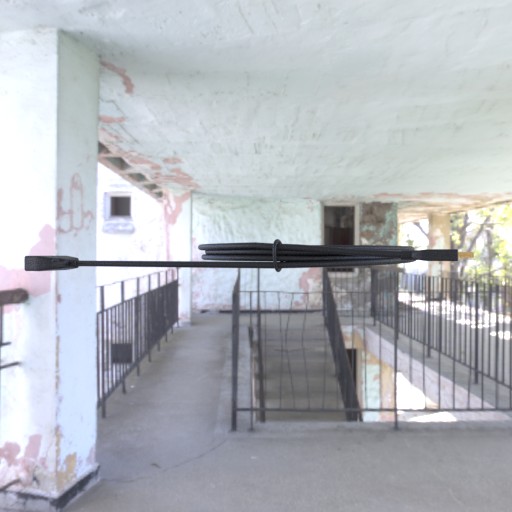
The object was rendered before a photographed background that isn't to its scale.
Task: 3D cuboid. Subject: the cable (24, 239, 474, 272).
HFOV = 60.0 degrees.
[{"bbox_3d":[0.000,0.000,0.503,0.422,0.030,0.257,0,0,20],"label":"cable"}]
